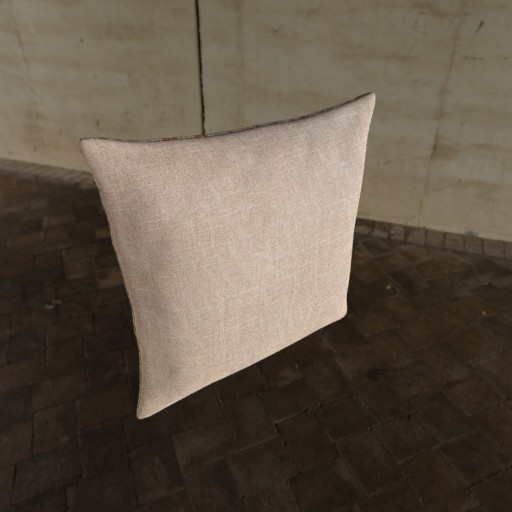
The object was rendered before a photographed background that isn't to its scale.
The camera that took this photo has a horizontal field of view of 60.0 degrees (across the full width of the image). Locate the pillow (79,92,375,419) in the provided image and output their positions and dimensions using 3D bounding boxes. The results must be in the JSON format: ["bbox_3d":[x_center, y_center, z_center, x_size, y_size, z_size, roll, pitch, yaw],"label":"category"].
[{"bbox_3d":[0.000,0.000,0.788,0.523,0.506,0.166,-20,36,-30],"label":"pillow"}]
